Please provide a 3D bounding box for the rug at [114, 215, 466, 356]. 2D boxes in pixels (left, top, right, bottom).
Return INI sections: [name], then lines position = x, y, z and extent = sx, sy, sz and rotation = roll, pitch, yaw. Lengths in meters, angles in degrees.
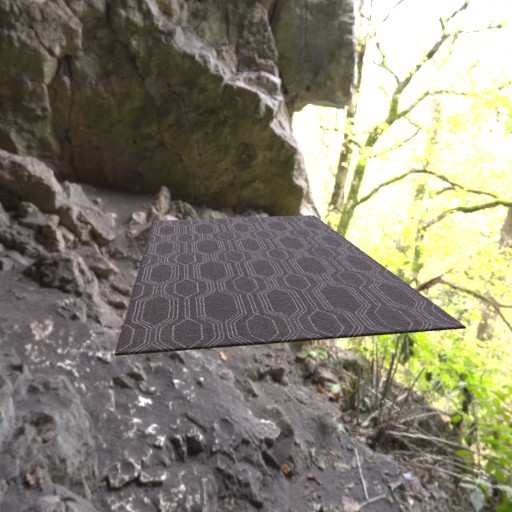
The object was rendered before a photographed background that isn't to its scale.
[rug]
position = 0.000, 0.000, 3.047
extent = 1.541, 0.012, 2.457
rotation = -3, 17, -9
